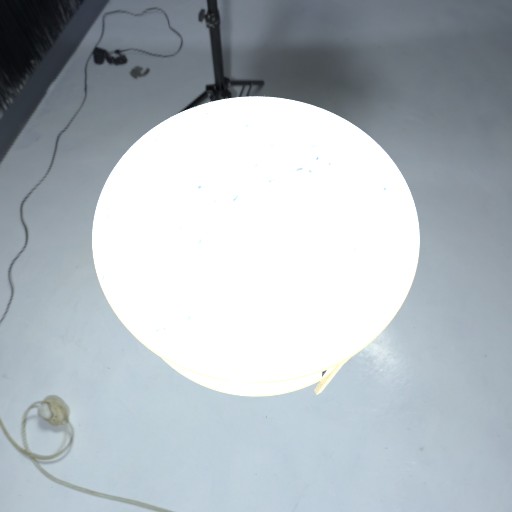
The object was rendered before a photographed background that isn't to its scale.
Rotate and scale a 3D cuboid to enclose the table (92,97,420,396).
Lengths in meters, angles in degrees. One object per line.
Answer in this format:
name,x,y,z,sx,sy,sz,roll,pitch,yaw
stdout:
table,0.000,0.000,1.291,0.800,0.450,0.800,0,64,0
